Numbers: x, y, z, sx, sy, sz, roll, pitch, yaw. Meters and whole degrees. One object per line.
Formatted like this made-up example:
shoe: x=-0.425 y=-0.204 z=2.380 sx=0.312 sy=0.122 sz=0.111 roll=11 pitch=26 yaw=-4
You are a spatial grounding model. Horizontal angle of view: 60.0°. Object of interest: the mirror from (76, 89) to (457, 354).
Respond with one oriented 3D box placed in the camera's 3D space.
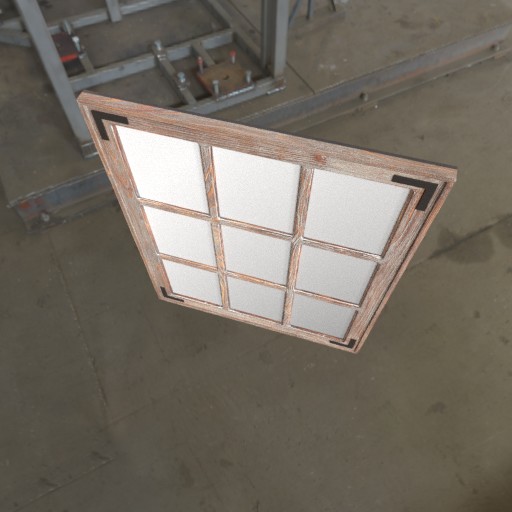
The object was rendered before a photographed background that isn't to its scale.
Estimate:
mirror: x=0.000 y=0.000 z=1.201 sx=0.730 sy=0.882 sz=0.032 roll=14 pitch=59 yaw=9
